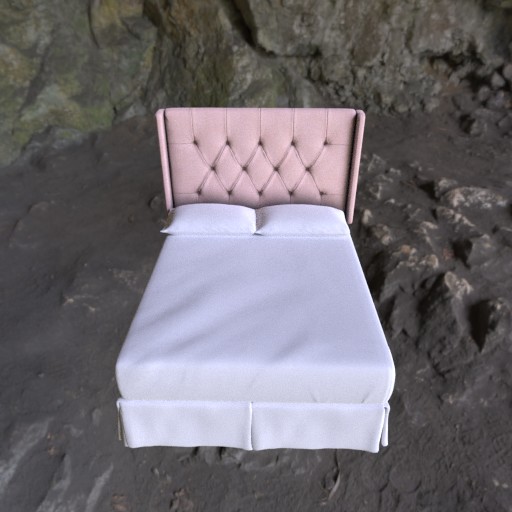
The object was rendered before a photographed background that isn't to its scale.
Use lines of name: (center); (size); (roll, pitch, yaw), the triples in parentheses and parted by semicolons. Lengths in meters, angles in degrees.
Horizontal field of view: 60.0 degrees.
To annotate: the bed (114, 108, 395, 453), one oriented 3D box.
bed: (0.000, 0.000, 3.233); (1.719, 1.665, 2.066); (1, 31, 1)
